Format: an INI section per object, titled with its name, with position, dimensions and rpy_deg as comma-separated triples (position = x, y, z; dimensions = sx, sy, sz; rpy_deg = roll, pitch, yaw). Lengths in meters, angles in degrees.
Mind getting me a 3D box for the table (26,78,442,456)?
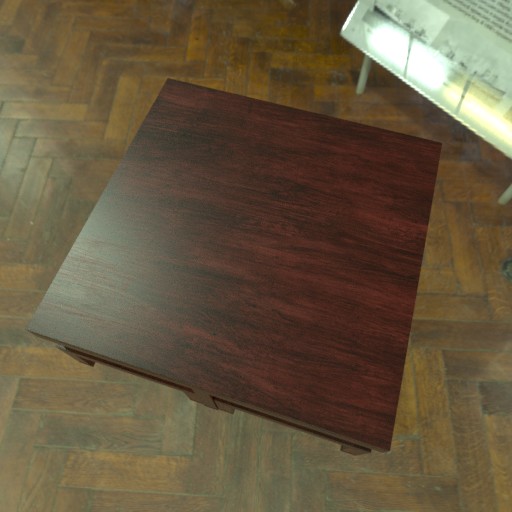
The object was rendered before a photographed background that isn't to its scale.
[table]
position = 0.000, 0.000, 1.328
dimensions = 0.865, 0.356, 0.865
rpy_deg = 16, 65, 8
